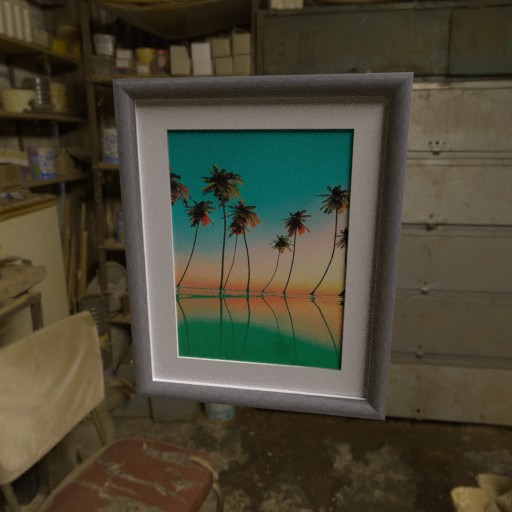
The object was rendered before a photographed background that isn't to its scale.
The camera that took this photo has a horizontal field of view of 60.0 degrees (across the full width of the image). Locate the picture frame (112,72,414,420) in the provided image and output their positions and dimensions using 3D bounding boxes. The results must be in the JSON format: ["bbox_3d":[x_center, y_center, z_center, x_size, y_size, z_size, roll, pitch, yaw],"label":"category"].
[{"bbox_3d":[0.000,0.000,0.740,0.454,0.559,0.029,2,15,9],"label":"picture frame"}]
